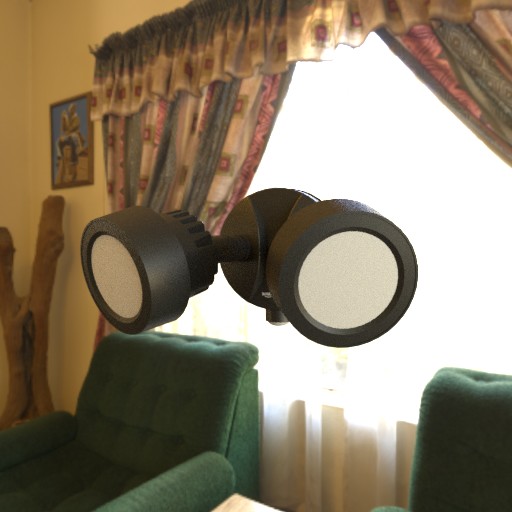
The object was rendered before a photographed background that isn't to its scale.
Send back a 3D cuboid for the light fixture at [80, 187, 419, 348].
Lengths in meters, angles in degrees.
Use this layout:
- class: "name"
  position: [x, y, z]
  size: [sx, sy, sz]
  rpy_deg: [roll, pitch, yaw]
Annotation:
- class: "light fixture"
  position: [0.000, 0.000, 0.315]
  size: [0.213, 0.120, 0.168]
  rpy_deg: [0, 0, 17]
